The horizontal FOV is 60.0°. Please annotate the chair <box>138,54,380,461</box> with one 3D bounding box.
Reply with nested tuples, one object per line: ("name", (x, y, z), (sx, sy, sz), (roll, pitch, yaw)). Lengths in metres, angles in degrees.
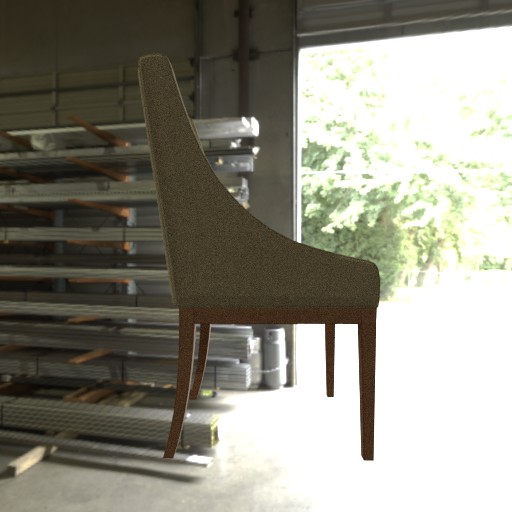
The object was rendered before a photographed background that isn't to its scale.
("chair", (0.000, 0.000, 1.372), (0.611, 1.021, 0.575), (0, -1, -1))
